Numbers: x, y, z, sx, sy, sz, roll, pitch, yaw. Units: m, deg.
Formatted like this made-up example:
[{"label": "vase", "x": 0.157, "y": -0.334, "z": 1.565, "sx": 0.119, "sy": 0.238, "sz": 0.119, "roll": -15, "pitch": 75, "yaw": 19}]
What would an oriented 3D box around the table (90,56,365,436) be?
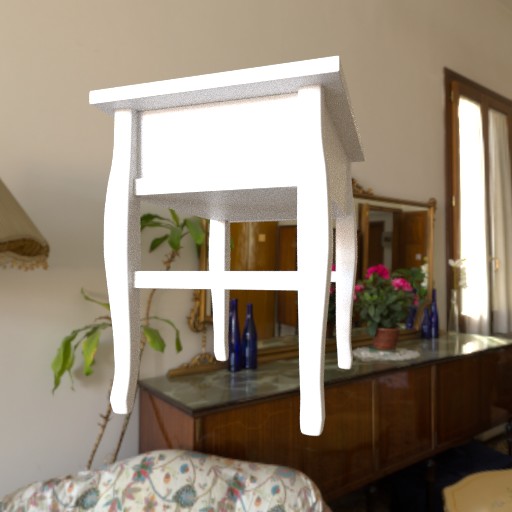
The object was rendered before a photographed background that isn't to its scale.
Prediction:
[{"label": "table", "x": 0.000, "y": 0.000, "z": 1.032, "sx": 0.463, "sy": 0.605, "sz": 0.599, "roll": -1, "pitch": -2, "yaw": 17}]
